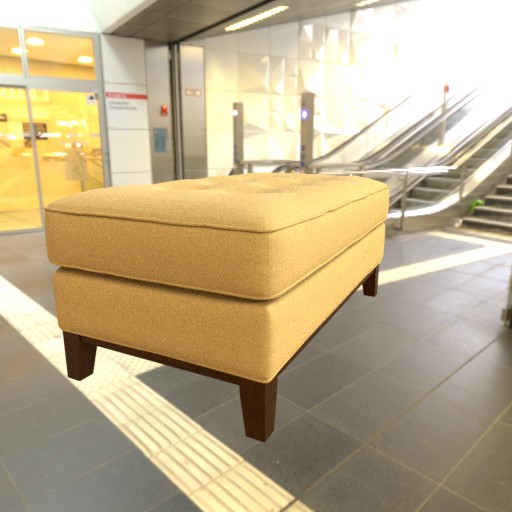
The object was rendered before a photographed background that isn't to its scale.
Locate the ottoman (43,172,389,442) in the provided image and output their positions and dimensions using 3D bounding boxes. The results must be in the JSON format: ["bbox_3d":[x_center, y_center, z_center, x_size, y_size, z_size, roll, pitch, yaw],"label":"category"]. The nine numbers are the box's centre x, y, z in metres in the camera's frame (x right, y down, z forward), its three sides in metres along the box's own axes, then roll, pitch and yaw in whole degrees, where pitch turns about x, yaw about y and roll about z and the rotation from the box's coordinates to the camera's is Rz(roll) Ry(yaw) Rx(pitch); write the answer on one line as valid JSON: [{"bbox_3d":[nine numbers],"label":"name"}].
[{"bbox_3d":[0.000,0.000,1.480,0.648,0.508,1.143,7,16,26],"label":"ottoman"}]
